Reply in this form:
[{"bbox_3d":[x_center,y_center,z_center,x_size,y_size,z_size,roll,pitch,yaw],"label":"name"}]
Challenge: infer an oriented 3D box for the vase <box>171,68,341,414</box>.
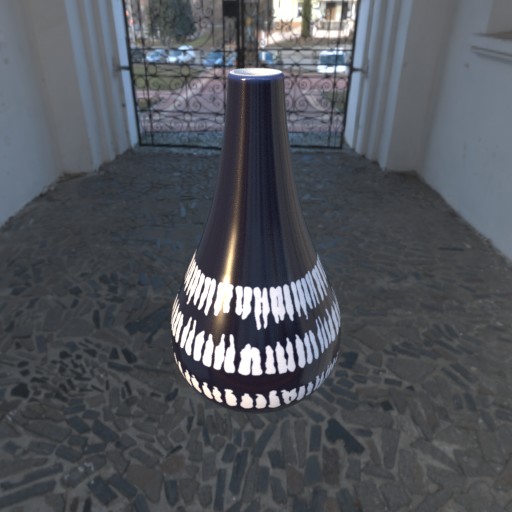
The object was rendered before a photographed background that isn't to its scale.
[{"bbox_3d":[0.000,0.000,0.380,0.159,0.295,0.159,0,30,0],"label":"vase"}]
